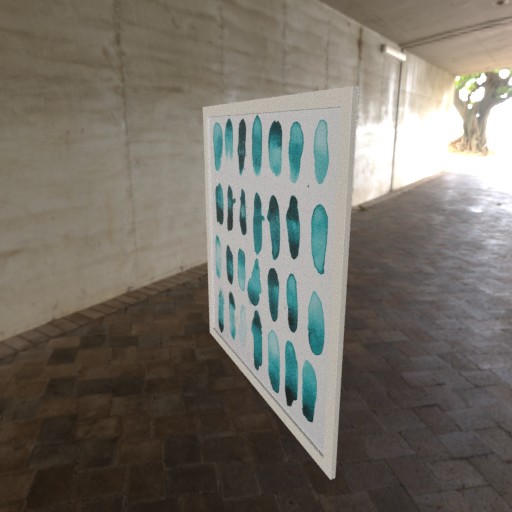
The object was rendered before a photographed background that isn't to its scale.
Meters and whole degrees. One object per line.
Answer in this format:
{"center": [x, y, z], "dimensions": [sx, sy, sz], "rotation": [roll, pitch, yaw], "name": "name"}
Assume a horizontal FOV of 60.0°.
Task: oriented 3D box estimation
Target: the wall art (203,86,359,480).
{"center": [0.000, 0.000, 1.221], "dimensions": [0.013, 0.813, 0.812], "rotation": [-7, 17, -24], "name": "wall art"}
